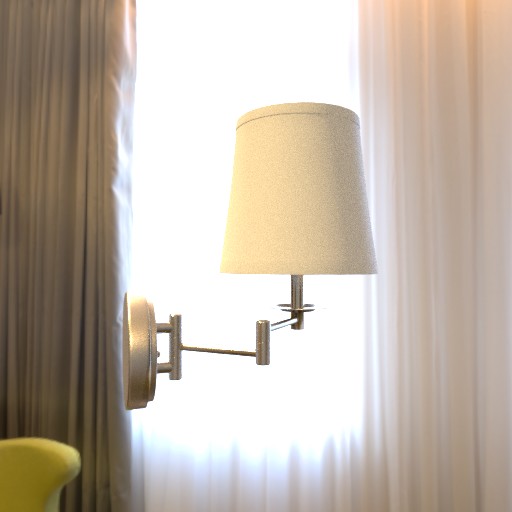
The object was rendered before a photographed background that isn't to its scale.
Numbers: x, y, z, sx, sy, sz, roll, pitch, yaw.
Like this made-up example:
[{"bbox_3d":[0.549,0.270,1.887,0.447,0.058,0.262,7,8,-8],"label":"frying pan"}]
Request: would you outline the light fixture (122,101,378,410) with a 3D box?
[{"bbox_3d":[0.000,0.000,0.614,0.348,0.381,0.223,0,-1,-19],"label":"light fixture"}]
